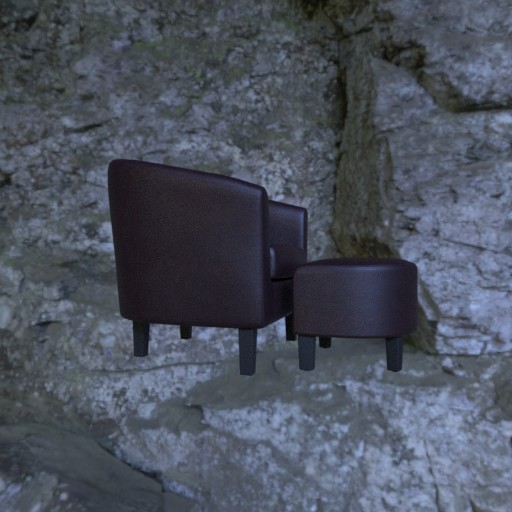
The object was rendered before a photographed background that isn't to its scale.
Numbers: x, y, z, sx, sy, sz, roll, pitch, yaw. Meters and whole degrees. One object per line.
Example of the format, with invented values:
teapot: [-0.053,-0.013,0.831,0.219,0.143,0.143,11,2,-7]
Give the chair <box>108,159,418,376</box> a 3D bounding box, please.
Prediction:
chair: [0.000,0.000,1.714,1.176,0.755,0.737,0,0,18]
